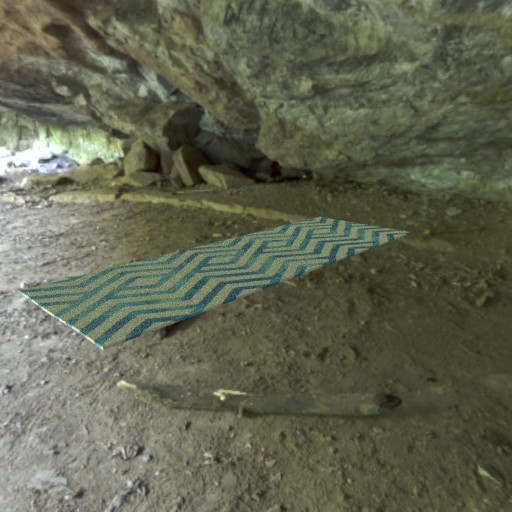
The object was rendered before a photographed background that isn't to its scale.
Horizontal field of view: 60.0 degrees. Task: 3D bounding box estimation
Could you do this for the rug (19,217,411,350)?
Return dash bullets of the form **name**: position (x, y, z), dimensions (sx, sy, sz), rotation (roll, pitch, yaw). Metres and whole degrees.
- **rug**: position (0.000, 0.000, 1.649), dimensions (0.503, 0.007, 1.492), rotation (15, 22, 42)
